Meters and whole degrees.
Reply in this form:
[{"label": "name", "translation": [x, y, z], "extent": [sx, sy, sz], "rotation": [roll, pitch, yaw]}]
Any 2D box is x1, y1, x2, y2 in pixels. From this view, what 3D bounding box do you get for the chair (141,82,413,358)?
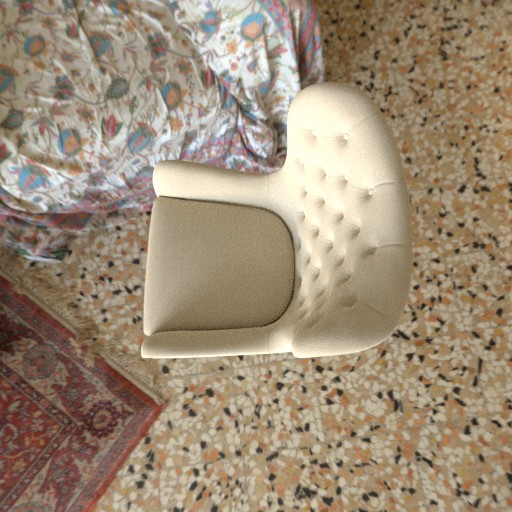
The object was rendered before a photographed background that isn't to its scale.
[{"label": "chair", "translation": [0.000, 0.000, 1.759], "extent": [0.929, 1.079, 0.831], "rotation": [0, 74, 0]}]
